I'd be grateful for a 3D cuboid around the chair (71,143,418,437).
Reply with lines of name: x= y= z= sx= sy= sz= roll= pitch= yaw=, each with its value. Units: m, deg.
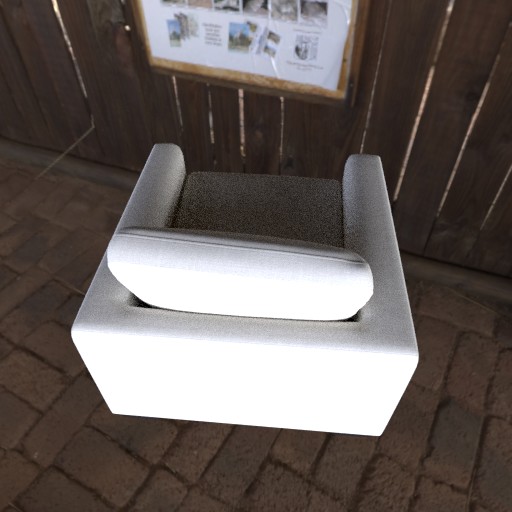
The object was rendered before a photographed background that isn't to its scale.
chair: x=0.000 y=0.000 z=1.830 sx=1.070 sy=0.876 sz=1.100 roll=4 pitch=46 yaw=3
